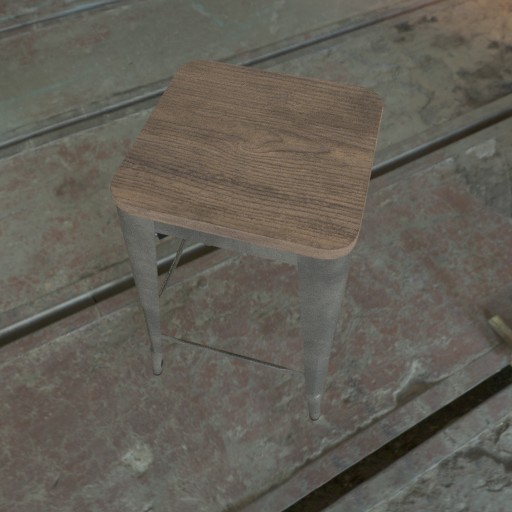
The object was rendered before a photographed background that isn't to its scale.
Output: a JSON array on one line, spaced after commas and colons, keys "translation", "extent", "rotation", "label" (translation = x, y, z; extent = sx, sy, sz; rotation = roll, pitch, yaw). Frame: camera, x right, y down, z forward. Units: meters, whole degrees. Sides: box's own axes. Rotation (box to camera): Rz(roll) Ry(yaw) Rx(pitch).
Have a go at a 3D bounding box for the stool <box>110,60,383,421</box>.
[{"translation": [0.000, 0.000, 0.876], "extent": [0.407, 0.607, 0.407], "rotation": [13, 59, 8], "label": "stool"}]
